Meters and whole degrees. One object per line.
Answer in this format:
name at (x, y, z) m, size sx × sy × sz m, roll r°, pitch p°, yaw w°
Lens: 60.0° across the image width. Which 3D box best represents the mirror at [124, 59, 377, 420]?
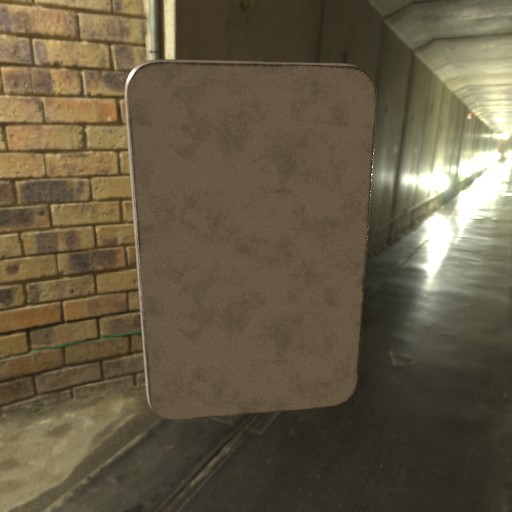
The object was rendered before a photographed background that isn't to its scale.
mirror at (0.000, 0.000, 0.875) m, size 0.461 × 0.713 × 0.024 m, roll -2°, pitch 15°, yaw -8°
